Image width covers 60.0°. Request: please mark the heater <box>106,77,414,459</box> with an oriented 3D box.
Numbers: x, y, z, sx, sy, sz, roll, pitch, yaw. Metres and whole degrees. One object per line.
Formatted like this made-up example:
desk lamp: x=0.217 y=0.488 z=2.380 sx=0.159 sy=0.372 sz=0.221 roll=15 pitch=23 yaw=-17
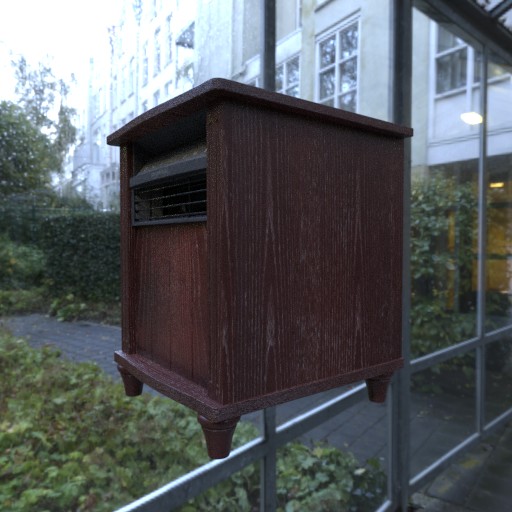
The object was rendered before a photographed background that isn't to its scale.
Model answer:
heater: x=0.000 y=0.000 z=0.751 sx=0.400 sy=0.481 sz=0.362 roll=-1 pitch=2 yaw=-37
